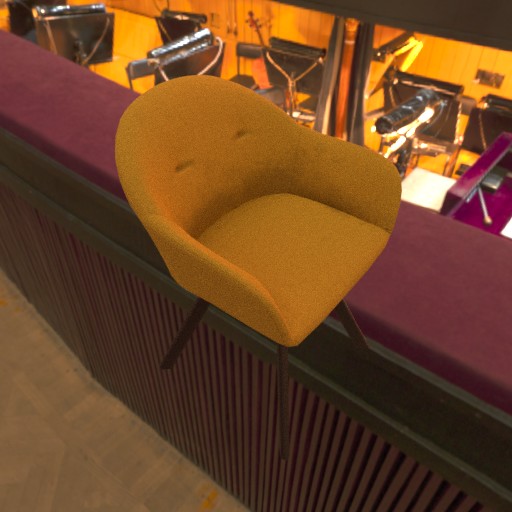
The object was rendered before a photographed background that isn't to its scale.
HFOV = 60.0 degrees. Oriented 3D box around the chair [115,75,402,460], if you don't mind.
[{"bbox_3d":[0.000,0.000,1.141,0.565,0.775,0.545,28,49,28],"label":"chair"}]
